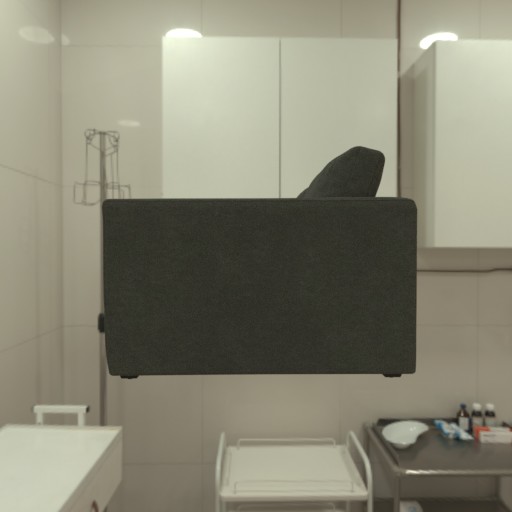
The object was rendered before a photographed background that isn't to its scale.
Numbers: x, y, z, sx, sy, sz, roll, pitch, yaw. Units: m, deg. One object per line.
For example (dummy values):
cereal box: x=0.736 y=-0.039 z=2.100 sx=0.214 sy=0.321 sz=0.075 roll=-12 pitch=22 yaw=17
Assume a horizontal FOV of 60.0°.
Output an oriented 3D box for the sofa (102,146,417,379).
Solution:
sofa: x=0.000 y=0.000 z=2.464 sx=1.091 sy=0.845 sz=1.909 roll=0 pitch=1 yaw=-1
